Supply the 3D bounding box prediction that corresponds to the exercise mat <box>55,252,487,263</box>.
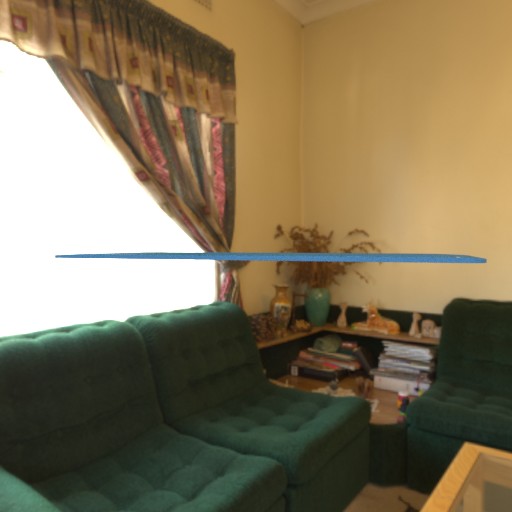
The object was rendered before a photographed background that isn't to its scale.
[{"bbox_3d":[0.000,0.000,2.066,1.869,0.021,0.616,0,1,20],"label":"exercise mat"}]
